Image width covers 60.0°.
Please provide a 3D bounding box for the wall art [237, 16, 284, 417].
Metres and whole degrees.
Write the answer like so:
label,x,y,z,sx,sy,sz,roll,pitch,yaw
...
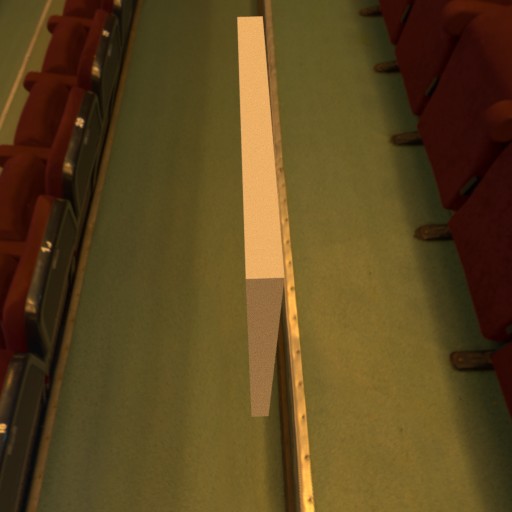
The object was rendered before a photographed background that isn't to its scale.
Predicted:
label,x,y,z,sx,sy,sz,roll,pitch,yaw
wall art,0.000,0.000,0.544,0.025,0.428,0.293,-2,59,-1
